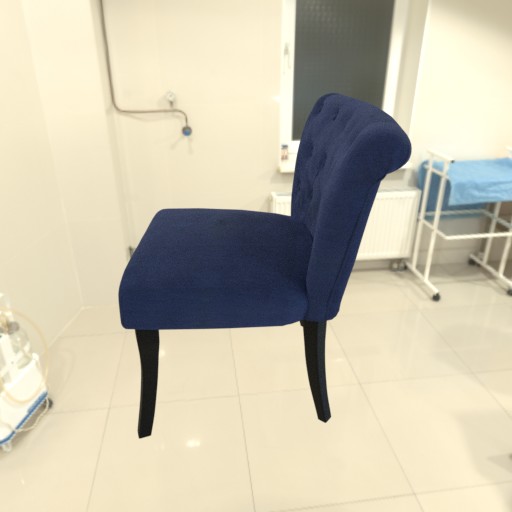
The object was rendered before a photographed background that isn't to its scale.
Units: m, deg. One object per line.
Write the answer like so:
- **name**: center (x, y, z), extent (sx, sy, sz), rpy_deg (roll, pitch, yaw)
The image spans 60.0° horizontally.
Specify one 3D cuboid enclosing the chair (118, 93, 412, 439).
- **chair**: center (0.000, 0.000, 1.160), extent (0.606, 0.753, 0.585), rpy_deg (0, 26, -1)
